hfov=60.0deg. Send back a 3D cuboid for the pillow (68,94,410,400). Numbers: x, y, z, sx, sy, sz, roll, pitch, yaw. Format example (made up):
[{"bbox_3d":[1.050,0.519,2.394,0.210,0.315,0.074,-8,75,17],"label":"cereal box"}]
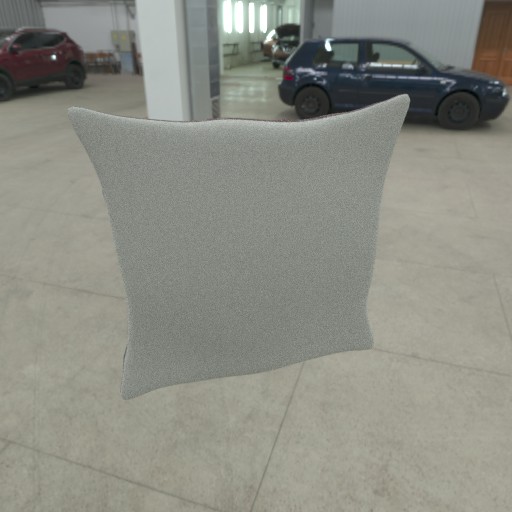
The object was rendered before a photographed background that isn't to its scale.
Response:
[{"bbox_3d":[0.000,0.000,0.760,0.514,0.513,0.163,-8,28,-15],"label":"pillow"}]
